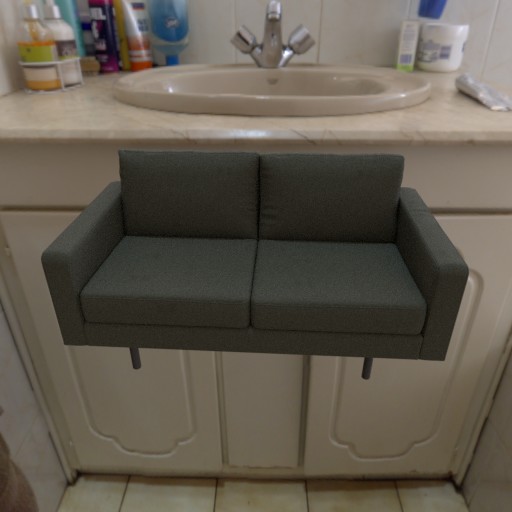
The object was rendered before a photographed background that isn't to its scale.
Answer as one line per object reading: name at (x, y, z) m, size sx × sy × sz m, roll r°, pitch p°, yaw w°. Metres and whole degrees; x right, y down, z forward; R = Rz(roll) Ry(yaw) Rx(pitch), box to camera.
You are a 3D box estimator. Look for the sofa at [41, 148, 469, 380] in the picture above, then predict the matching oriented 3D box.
sofa at (0.000, 0.000, 2.241) m, size 1.730 × 0.897 × 0.889 m, roll 2°, pitch 30°, yaw 3°
